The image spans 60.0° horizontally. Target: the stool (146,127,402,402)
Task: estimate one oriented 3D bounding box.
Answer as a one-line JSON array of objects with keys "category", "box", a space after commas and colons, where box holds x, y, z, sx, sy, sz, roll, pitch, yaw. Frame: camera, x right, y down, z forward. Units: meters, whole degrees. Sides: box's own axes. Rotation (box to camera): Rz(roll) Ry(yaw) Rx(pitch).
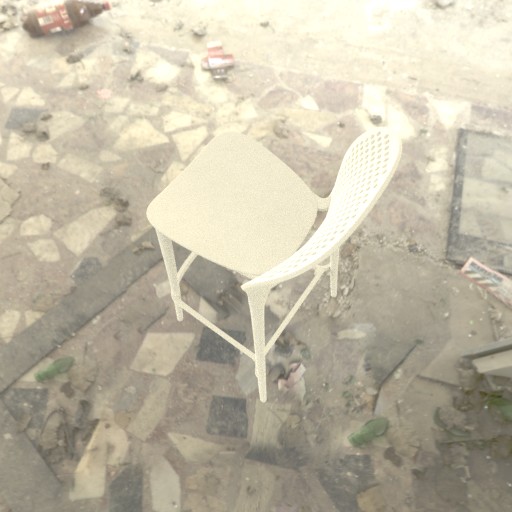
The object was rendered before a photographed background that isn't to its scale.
[{"category": "stool", "box": [0.000, 0.000, 1.337, 0.535, 1.045, 0.536, 32, 67, 15]}]
